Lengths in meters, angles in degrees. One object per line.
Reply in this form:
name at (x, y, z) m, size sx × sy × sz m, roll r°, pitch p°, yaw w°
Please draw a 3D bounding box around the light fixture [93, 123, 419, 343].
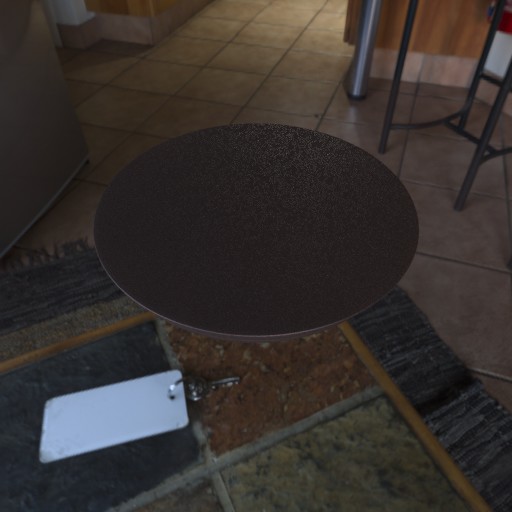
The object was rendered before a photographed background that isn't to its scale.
light fixture at (0.000, 0.000, 0.440) m, size 0.280 × 0.135 × 0.280 m, roll 0°, pitch 46°, yaw 0°
